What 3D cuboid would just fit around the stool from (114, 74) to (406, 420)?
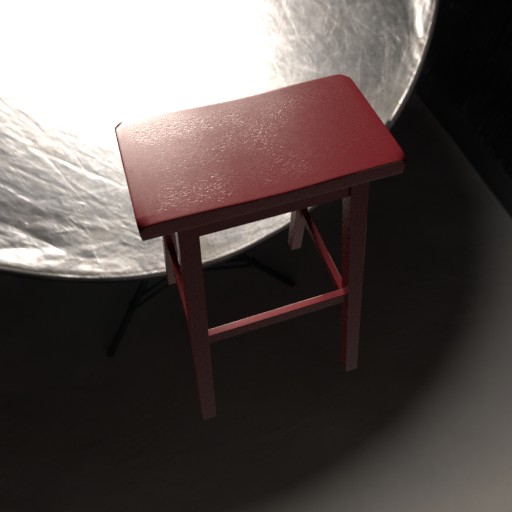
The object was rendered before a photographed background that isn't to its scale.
[{"bbox_3d":[0.000,0.000,1.057,0.457,0.737,0.476,-16,59,-10],"label":"stool"}]
